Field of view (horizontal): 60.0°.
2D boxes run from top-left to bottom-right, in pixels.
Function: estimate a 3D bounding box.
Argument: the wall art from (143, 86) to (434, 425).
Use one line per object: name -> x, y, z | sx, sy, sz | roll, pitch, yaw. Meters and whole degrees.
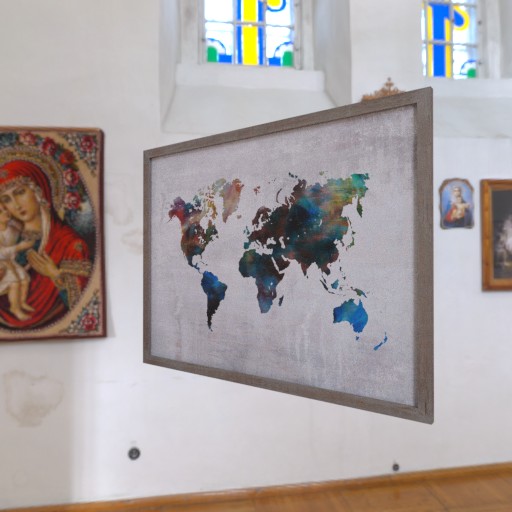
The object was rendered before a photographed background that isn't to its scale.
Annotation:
wall art -> 0.000, 0.000, 1.323 | 1.012, 0.774, 0.019 | 0, -1, 37
